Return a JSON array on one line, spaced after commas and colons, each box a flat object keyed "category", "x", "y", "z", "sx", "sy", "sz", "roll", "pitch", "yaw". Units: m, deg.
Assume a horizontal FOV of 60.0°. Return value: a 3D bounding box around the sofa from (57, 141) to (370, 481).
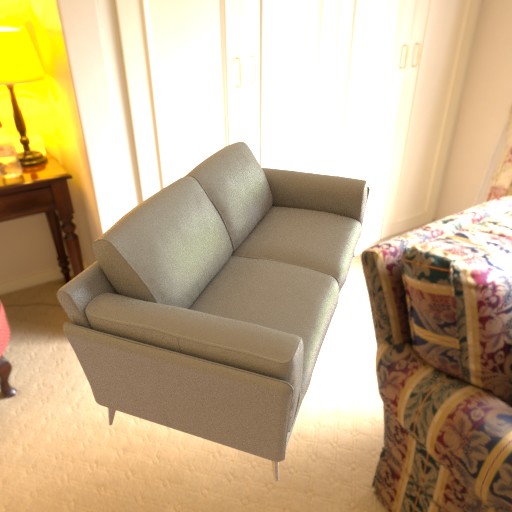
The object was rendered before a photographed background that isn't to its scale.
[{"category": "sofa", "x": 0.000, "y": 0.000, "z": 2.620, "sx": 1.049, "sy": 0.930, "sz": 2.101, "roll": 10, "pitch": 32, "yaw": 17}]
